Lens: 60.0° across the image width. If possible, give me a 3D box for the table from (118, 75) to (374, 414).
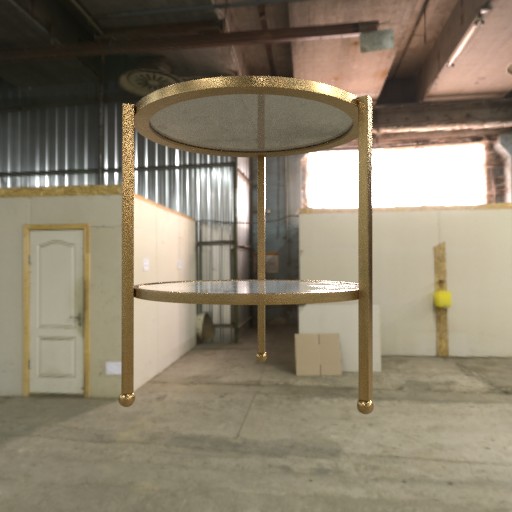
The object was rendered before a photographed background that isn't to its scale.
[{"bbox_3d":[0.000,0.000,0.444,0.243,0.269,0.231,0,-1,35],"label":"table"}]
